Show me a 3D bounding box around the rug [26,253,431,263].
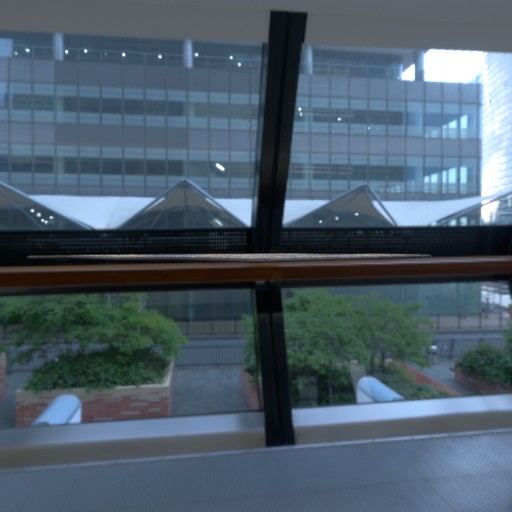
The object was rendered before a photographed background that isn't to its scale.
[{"bbox_3d":[0.000,0.000,4.803,2.716,0.035,3.612,0,1,36],"label":"rug"}]
